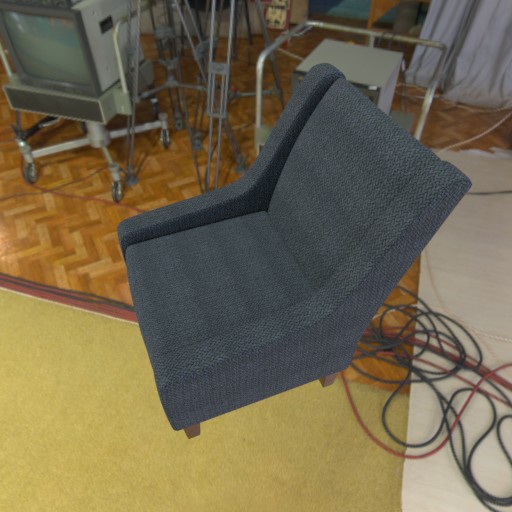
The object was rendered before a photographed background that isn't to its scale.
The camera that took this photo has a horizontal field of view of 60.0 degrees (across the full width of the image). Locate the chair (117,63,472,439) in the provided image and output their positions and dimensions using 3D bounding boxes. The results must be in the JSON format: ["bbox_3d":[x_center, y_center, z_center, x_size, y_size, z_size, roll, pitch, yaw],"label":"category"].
[{"bbox_3d":[0.000,0.000,1.649,0.944,1.012,0.793,-16,48,-15],"label":"chair"}]
